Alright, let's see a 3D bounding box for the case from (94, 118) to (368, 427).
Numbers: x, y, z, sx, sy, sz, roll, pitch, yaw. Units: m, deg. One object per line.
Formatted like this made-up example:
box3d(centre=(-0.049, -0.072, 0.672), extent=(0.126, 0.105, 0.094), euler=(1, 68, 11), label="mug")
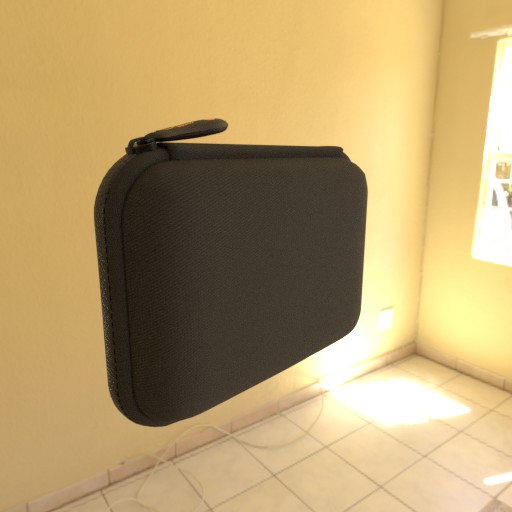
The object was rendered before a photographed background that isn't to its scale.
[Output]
box3d(centre=(0.000, 0.000, 0.180), extent=(0.038, 0.105, 0.132), euler=(13, 18, 42), label="case")
